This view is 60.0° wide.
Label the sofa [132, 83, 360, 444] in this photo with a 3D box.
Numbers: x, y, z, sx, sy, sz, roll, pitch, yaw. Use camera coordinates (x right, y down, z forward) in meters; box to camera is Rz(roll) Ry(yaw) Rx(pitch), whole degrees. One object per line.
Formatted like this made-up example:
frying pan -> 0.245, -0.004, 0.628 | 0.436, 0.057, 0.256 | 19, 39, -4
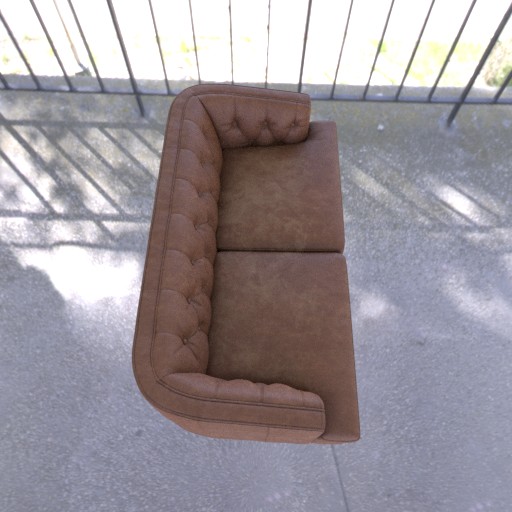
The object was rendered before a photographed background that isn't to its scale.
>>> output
sofa -> 0.000, 0.000, 2.267 | 0.914, 0.786, 1.755 | 1, 63, 1
